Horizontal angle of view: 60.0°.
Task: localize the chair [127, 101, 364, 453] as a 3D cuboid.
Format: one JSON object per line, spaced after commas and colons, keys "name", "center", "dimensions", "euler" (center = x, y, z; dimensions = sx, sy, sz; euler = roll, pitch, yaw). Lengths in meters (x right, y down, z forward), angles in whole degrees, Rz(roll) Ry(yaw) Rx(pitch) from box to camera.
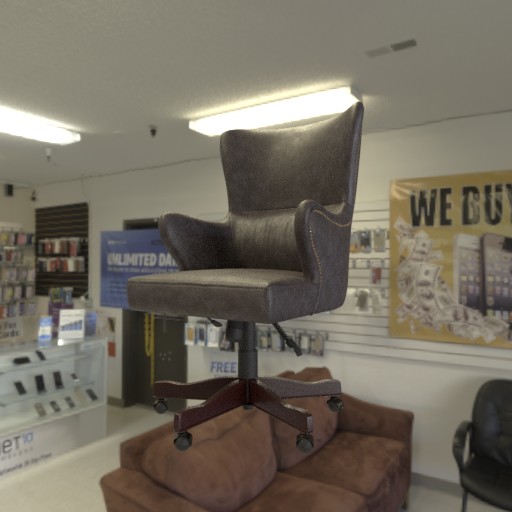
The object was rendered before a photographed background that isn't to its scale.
{"name": "chair", "center": [0.000, 0.000, 1.449], "dimensions": [0.594, 1.037, 0.717], "euler": [0, -1, 36]}
